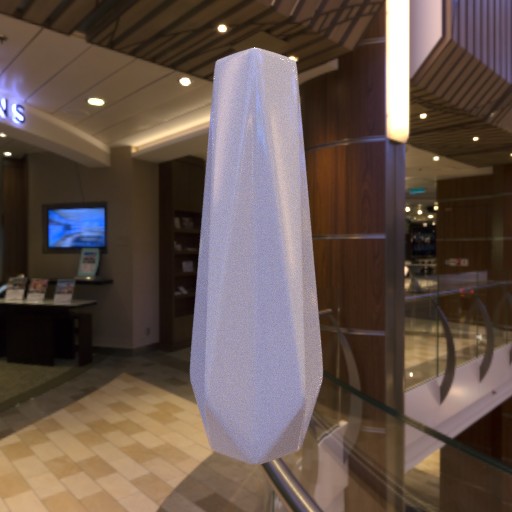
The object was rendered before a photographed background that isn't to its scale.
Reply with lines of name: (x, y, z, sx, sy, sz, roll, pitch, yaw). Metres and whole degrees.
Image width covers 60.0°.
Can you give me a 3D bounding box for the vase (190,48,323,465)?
vase: (0.000, 0.000, 0.391, 0.122, 0.329, 0.116, 0, 1, 1)
